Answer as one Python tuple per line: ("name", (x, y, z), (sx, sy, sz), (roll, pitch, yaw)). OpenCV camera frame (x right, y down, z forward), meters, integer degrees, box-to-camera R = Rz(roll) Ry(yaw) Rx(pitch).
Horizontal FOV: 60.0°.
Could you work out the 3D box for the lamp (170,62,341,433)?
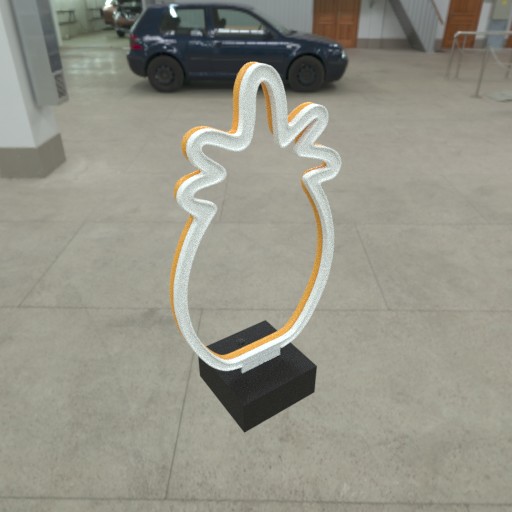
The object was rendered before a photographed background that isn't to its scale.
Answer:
("lamp", (0.000, 0.000, 0.391), (0.167, 0.317, 0.088), (-19, 36, -29))
